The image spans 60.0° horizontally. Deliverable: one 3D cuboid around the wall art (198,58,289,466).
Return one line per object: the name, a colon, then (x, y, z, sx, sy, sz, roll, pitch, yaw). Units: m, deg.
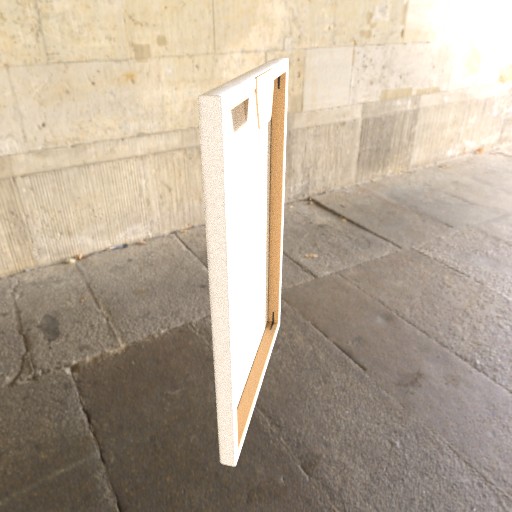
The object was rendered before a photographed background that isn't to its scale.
wall art: (0.000, 0.000, 1.166, 0.048, 0.902, 0.602, 7, 30, 12)
